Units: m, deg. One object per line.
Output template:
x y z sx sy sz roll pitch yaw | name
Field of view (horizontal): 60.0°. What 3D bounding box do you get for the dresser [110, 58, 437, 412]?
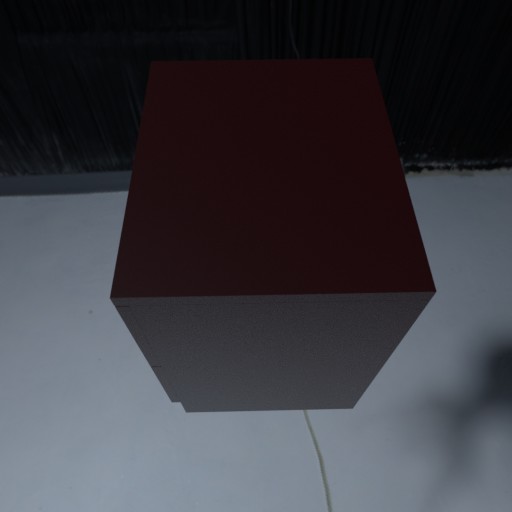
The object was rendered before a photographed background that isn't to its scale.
0.000 0.000 0.756 0.360 0.470 0.400 -1 57 -1 | dresser
